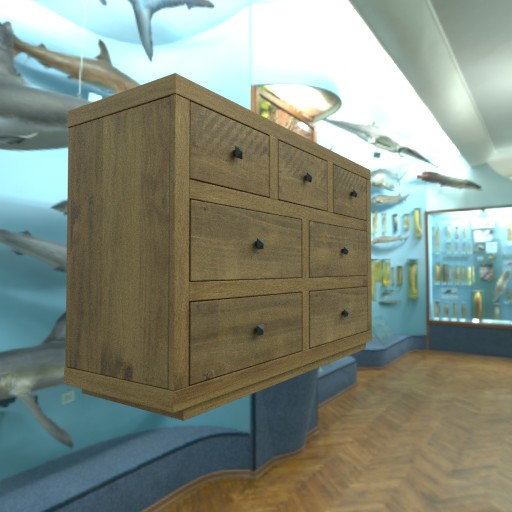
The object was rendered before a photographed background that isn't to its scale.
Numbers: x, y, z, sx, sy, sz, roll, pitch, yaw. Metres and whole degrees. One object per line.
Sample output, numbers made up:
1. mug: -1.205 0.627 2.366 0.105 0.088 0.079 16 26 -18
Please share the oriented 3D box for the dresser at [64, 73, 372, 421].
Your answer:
1. dresser: 0.000 0.000 1.664 0.479 0.825 1.261 -1 -2 35
